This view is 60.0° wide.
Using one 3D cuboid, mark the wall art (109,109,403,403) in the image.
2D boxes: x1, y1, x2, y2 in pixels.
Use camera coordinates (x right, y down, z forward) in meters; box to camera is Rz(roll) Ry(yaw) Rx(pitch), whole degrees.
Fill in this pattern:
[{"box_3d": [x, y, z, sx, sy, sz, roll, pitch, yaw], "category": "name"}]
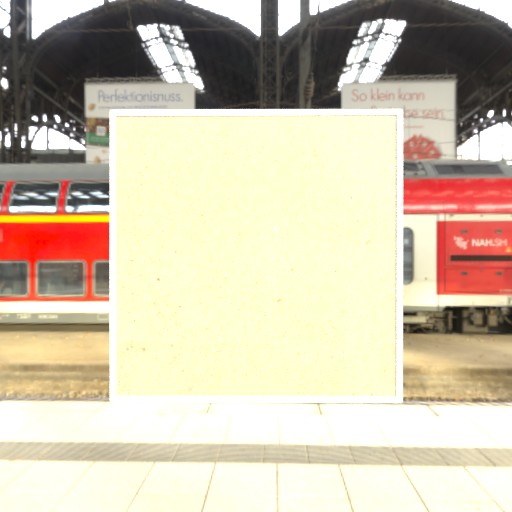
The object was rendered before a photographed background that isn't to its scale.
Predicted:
[{"box_3d": [0.000, 0.000, 0.786, 0.508, 0.508, 0.038, 0, 0, 0], "category": "wall art"}]
